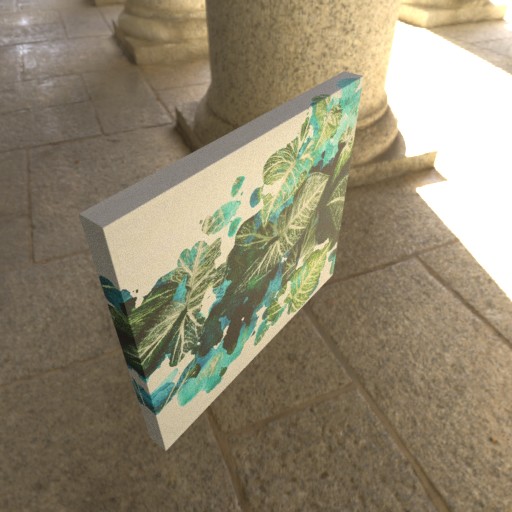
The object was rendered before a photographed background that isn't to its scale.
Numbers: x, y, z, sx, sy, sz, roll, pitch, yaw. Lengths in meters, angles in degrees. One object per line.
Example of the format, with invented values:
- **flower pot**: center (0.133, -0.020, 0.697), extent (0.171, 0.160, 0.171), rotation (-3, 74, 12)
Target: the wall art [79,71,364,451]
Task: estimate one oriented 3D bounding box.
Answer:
- **wall art**: center (0.000, 0.000, 0.707), extent (0.041, 0.435, 0.507), rotation (27, 48, 28)
